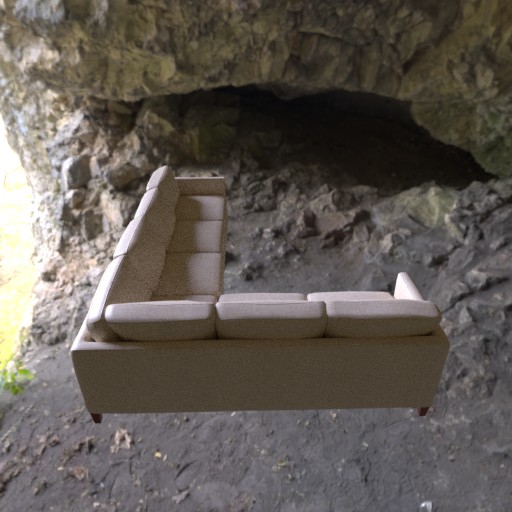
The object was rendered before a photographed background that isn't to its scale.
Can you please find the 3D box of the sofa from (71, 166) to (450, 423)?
[{"bbox_3d":[0.000,0.000,4.468,2.593,0.947,3.302,-1,30,-1],"label":"sofa"}]
